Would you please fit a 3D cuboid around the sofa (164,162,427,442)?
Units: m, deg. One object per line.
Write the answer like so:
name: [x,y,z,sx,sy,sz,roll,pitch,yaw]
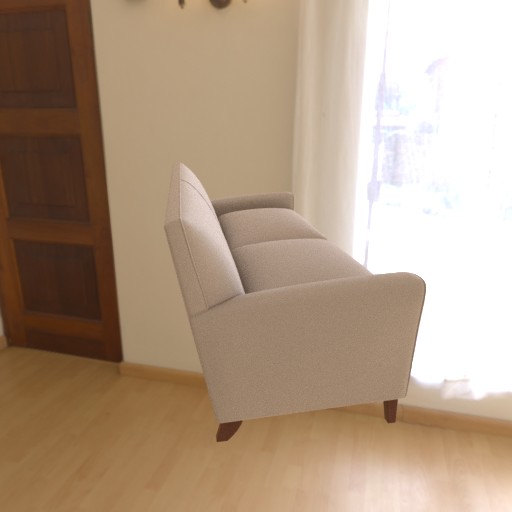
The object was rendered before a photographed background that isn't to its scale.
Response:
sofa: [0.000,0.000,2.413,0.875,0.846,2.000,-3,17,-9]
